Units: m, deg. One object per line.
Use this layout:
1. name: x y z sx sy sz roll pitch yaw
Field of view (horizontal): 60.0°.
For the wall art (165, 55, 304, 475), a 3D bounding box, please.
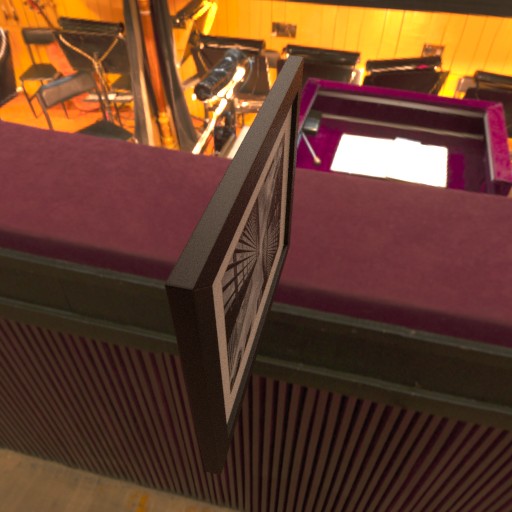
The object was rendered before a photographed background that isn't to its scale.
1. wall art: 0.000 0.000 0.747 0.031 0.457 0.558 10 46 10
